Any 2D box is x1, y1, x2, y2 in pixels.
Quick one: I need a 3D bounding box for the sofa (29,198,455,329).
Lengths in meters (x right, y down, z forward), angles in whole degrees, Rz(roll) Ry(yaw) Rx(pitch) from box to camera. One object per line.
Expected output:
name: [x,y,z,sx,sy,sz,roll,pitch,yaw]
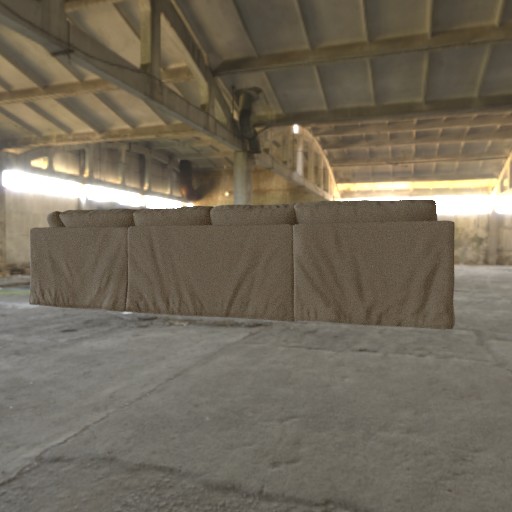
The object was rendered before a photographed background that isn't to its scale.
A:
sofa: [0.000,0.000,4.524,3.528,0.878,2.476,0,1,18]
